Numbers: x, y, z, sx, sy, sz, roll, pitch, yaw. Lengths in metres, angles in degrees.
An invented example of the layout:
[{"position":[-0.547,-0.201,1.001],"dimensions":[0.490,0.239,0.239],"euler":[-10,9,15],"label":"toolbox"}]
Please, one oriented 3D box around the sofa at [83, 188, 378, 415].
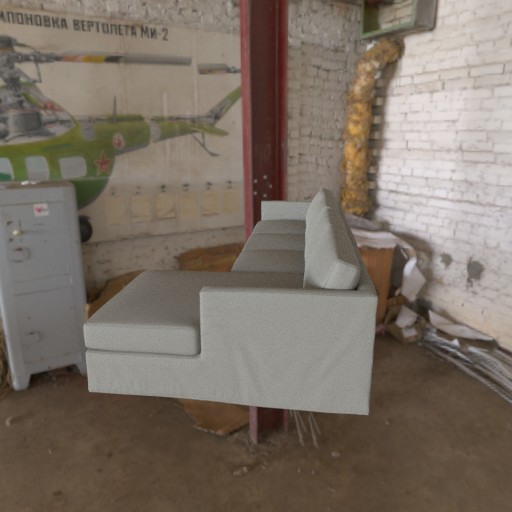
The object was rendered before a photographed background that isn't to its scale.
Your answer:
[{"position":[0.000,0.000,3.886],"dimensions":[1.622,0.867,3.177],"euler":[2,16,6],"label":"sofa"}]
